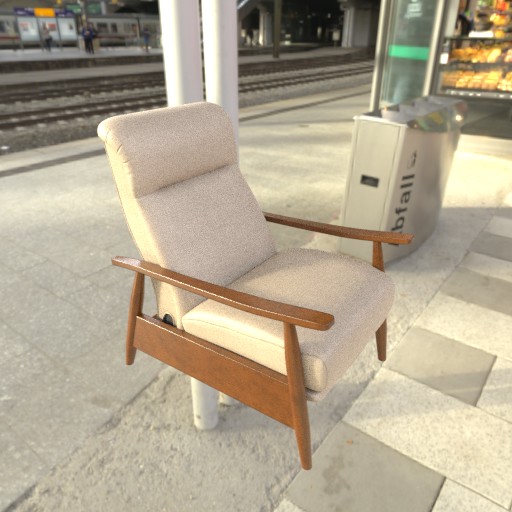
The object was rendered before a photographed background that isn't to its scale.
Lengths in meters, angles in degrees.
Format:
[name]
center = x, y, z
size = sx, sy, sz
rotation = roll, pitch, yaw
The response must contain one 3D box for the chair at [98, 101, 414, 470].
[chair]
center = 0.000, 0.000, 1.808
size = 1.030, 1.082, 0.762
rotation = 18, 32, 31
